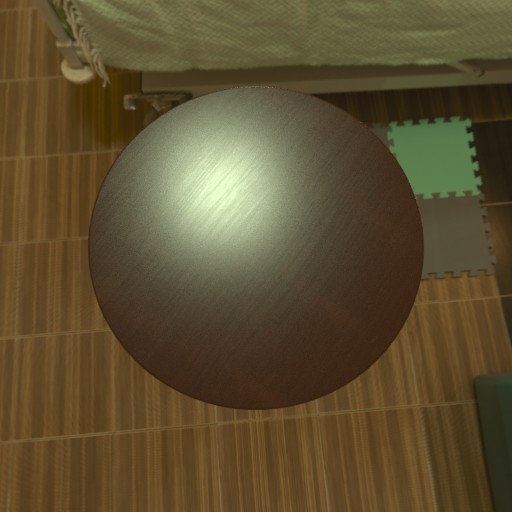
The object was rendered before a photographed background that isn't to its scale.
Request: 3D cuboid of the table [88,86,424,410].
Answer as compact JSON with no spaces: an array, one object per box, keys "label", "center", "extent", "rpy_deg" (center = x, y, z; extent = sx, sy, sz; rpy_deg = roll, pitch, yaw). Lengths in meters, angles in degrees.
[{"label":"table","center":[0.000,0.000,1.451],"extent":[0.911,0.512,0.911],"rpy_deg":[0,76,0]}]
